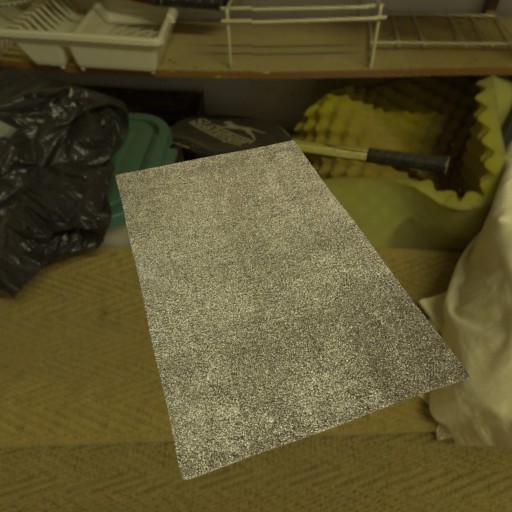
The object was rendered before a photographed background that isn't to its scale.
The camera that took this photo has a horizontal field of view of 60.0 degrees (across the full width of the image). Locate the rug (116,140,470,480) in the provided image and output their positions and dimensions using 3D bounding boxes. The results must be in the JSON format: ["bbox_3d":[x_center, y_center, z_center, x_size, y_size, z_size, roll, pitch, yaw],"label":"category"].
[{"bbox_3d":[0.000,0.000,2.862,1.501,0.025,2.352,-14,48,-13],"label":"rug"}]
